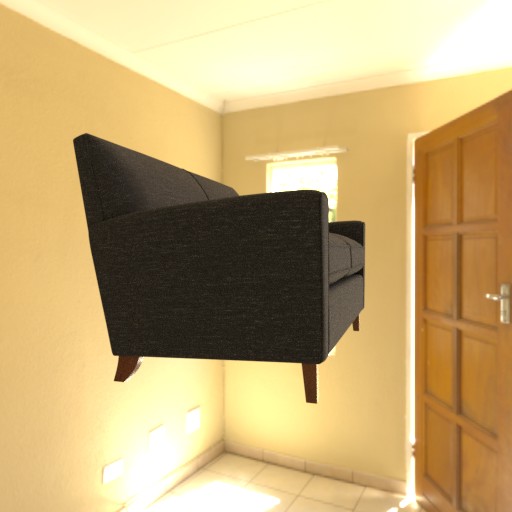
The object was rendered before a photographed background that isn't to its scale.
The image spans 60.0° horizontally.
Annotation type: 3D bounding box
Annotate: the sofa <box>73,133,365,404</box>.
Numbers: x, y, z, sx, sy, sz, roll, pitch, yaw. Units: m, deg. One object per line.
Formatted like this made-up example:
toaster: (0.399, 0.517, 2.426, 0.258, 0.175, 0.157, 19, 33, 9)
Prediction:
sofa: (0.000, 0.000, 2.016, 0.875, 0.846, 1.420, 0, 0, 19)
